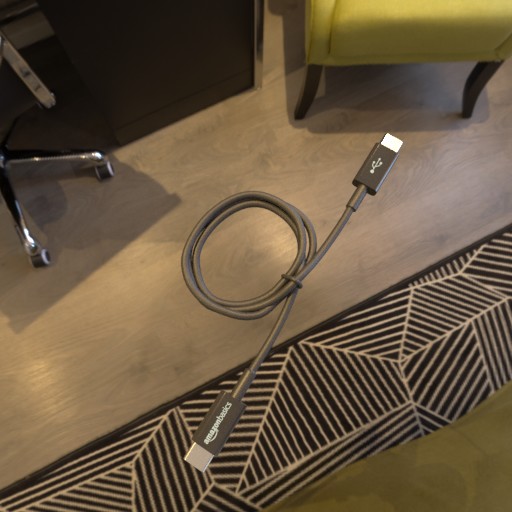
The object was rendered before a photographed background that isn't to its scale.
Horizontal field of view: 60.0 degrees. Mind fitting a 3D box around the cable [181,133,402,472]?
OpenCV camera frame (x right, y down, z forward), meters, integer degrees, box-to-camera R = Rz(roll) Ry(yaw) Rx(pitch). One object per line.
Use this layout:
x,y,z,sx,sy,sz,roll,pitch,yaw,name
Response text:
0.000,0.000,0.219,0.070,0.014,0.192,31,77,8,cable
